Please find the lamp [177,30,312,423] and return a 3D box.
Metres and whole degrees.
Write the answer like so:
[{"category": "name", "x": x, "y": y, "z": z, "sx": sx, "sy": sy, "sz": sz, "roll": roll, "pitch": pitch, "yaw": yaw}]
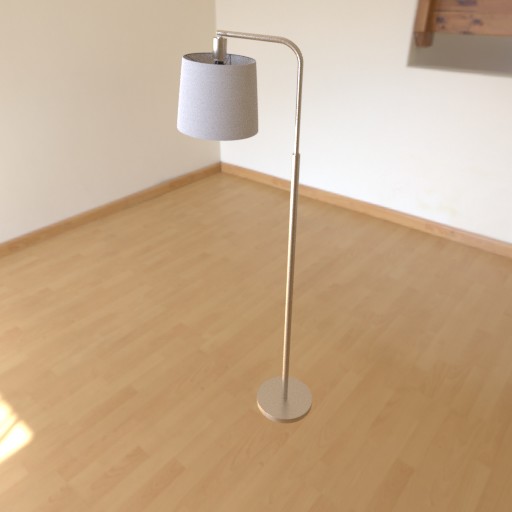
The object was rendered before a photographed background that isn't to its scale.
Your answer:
[{"category": "lamp", "x": 0.000, "y": 0.000, "z": 1.626, "sx": 0.508, "sy": 1.478, "sz": 0.254, "roll": 8, "pitch": 32, "yaw": 12}]
